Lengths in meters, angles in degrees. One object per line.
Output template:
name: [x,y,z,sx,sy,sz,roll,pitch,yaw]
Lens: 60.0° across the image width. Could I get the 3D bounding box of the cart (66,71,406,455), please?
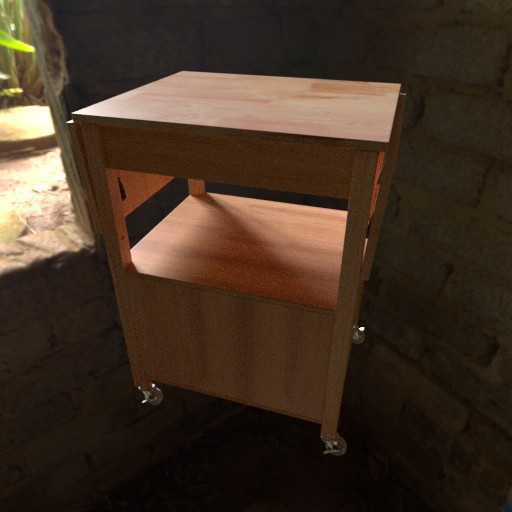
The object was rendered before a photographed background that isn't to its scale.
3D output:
cart: [0.000,0.000,1.213,0.640,0.838,0.508,10,33,15]
